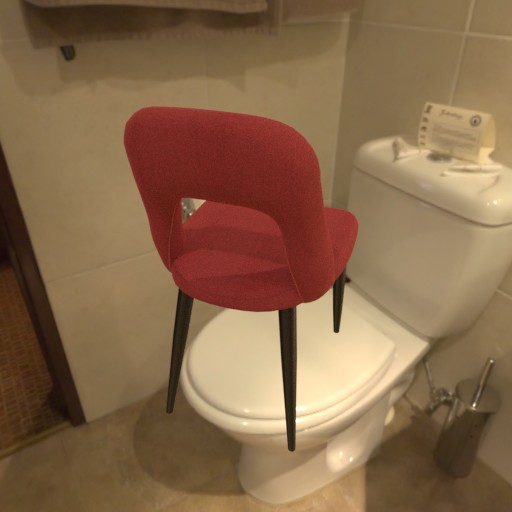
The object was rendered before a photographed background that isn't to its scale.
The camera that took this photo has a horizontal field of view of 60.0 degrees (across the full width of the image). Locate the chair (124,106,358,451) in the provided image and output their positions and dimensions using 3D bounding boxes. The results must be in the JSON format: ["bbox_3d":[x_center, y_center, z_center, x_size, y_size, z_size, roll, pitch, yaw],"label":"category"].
[{"bbox_3d":[0.000,0.000,1.196,0.483,0.892,0.569,11,34,17],"label":"chair"}]
